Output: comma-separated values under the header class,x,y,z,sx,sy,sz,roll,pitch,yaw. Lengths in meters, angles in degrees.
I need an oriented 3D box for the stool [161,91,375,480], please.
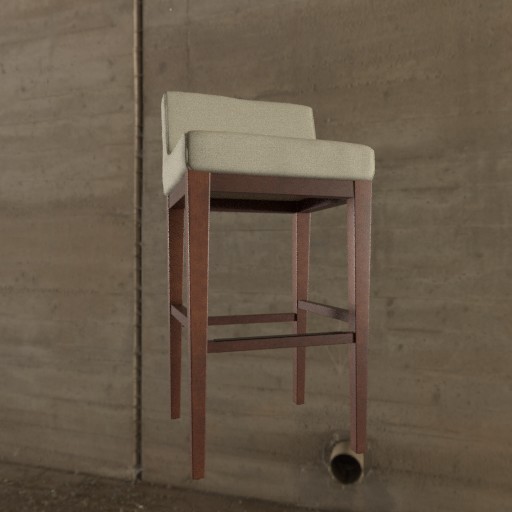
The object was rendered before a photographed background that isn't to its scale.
class,x,y,z,sx,sy,sz,roll,pitch,yaw
stool,0.000,0.000,1.301,0.511,1.037,0.500,0,0,-18
